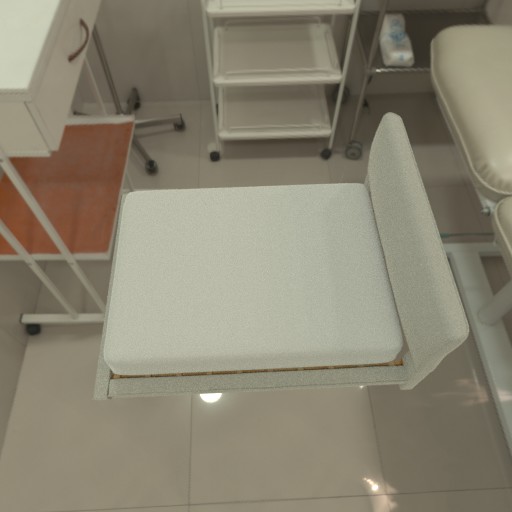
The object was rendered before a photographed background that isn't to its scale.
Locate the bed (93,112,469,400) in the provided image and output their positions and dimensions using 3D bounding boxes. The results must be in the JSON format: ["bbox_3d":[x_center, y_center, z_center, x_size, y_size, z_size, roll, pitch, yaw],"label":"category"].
[{"bbox_3d":[0.000,0.000,3.318,2.368,1.067,1.840,-2,58,-1],"label":"bed"}]
